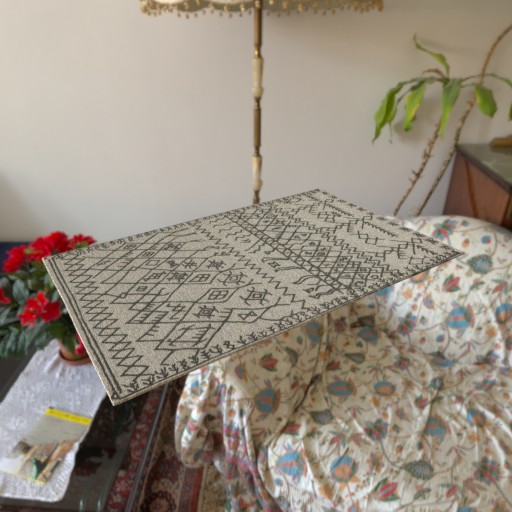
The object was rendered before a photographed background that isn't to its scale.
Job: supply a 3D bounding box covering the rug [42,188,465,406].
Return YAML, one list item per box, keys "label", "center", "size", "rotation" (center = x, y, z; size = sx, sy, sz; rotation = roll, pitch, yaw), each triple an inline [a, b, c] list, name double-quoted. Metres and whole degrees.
- label: "rug"
  center: [0.000, 0.000, 4.716]
  size: [3.824, 0.019, 2.393]
  rotation: [-18, 33, -29]
